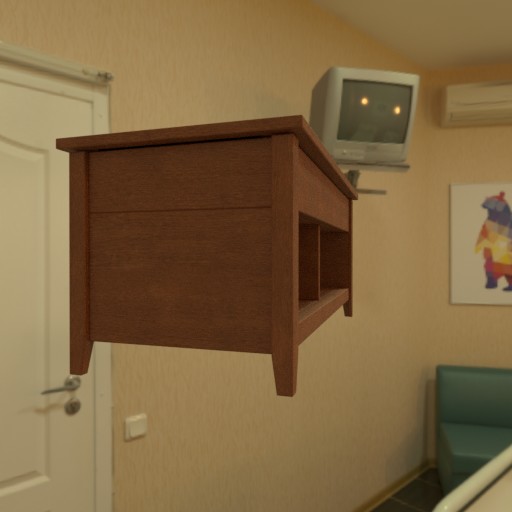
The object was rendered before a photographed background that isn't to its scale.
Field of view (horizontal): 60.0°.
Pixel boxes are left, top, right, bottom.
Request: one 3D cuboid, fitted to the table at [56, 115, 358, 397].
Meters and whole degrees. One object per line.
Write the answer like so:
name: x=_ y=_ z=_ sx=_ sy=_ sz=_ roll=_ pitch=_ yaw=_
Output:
table: x=0.000 y=0.000 z=1.263 sx=0.483 sy=0.457 sz=1.016 roll=0 pitch=0 yaw=18
